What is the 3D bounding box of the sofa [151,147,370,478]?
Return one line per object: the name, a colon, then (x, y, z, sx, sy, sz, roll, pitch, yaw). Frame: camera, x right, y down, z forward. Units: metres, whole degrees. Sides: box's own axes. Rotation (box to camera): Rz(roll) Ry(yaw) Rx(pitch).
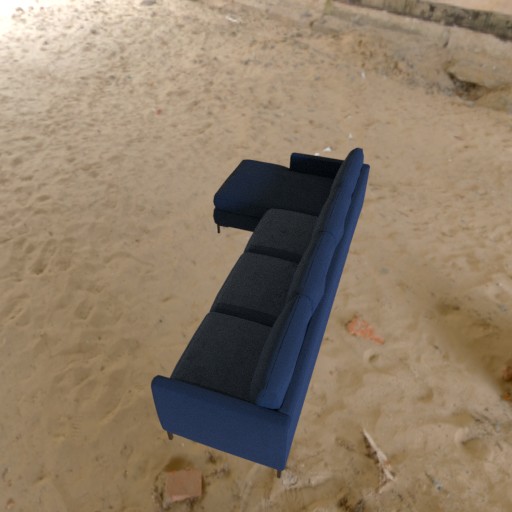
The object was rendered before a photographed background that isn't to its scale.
sofa: (0.000, 0.000, 2.961, 1.128, 0.679, 2.450, 13, 42, 15)
